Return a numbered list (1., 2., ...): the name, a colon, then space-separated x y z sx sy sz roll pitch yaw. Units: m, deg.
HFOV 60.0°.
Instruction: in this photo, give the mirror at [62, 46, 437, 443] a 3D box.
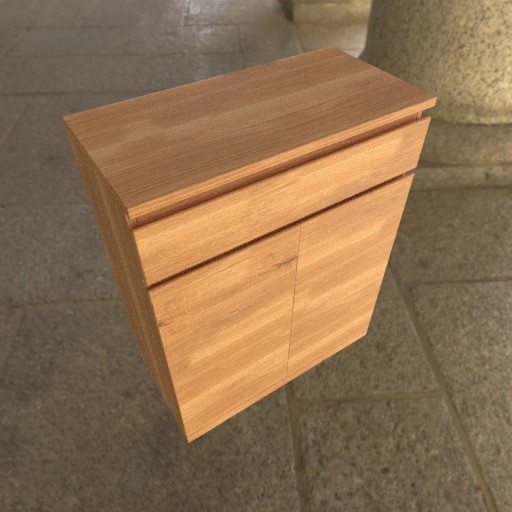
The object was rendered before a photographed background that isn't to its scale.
1. mirror: 0.000 0.000 1.401 0.800 1.000 0.400 -25 50 -23
